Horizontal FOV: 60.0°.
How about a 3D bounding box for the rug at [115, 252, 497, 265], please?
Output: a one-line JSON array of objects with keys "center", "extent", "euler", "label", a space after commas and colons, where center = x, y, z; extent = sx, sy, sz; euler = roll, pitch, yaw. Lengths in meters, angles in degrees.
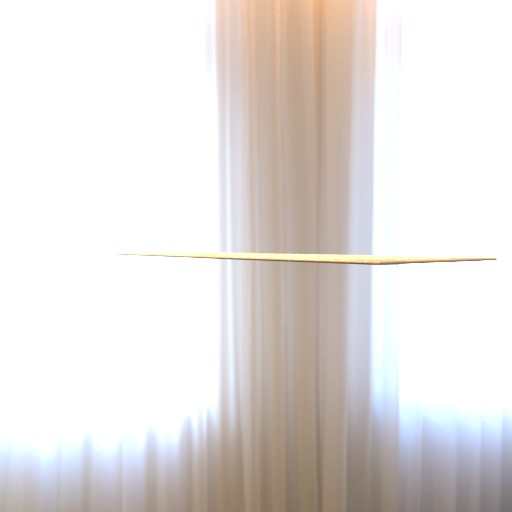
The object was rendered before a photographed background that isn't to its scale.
[{"center": [0.000, 0.000, 2.691], "extent": [0.855, 0.017, 2.452], "euler": [-1, 1, -38], "label": "rug"}]
